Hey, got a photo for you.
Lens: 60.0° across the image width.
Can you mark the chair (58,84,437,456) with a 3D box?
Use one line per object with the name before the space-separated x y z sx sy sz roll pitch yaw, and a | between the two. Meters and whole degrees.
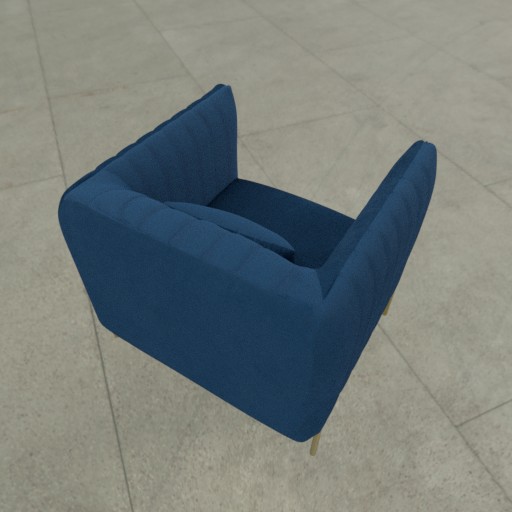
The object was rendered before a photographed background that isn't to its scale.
chair | 0.000 0.000 1.601 0.947 0.793 0.877 24 50 22
